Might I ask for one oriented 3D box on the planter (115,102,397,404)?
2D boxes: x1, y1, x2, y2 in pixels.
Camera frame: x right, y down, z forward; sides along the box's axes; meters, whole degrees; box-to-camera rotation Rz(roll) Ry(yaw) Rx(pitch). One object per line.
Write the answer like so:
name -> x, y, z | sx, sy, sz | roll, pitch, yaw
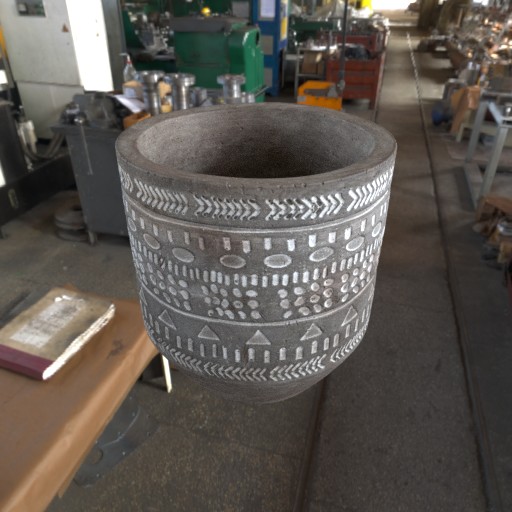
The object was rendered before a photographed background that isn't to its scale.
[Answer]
planter -> 0.000, 0.000, 0.229 | 0.122, 0.128, 0.122 | 0, 31, 0
